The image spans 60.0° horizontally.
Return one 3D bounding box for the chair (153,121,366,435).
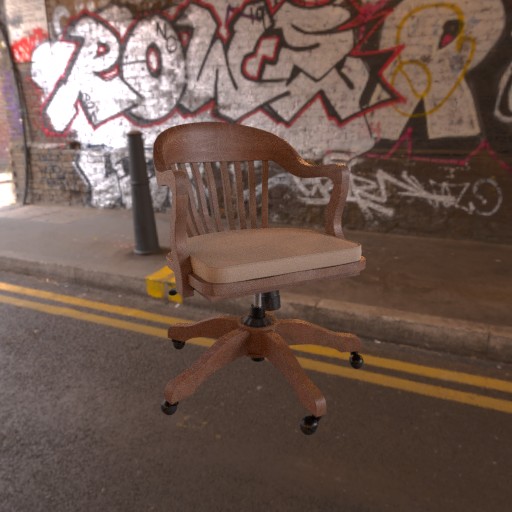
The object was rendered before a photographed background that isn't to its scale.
[{"bbox_3d":[0.000,0.000,1.488,0.750,0.878,0.788,-8,17,-27],"label":"chair"}]
